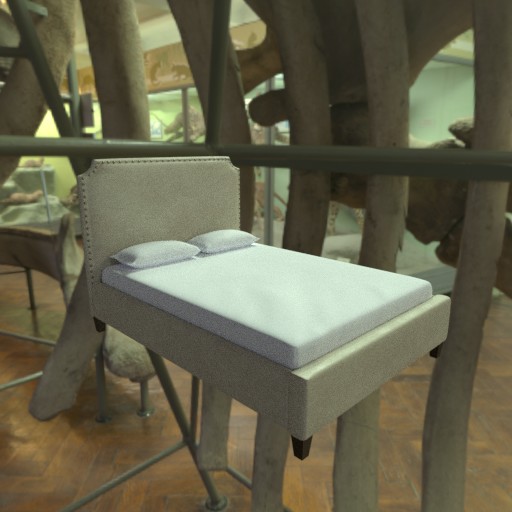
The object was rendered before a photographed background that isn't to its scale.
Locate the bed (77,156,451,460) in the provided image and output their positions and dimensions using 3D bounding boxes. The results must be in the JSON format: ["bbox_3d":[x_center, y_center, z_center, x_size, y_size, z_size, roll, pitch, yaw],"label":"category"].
[{"bbox_3d":[0.000,0.000,3.412,1.712,1.443,2.372,-13,19,-43],"label":"bed"}]
